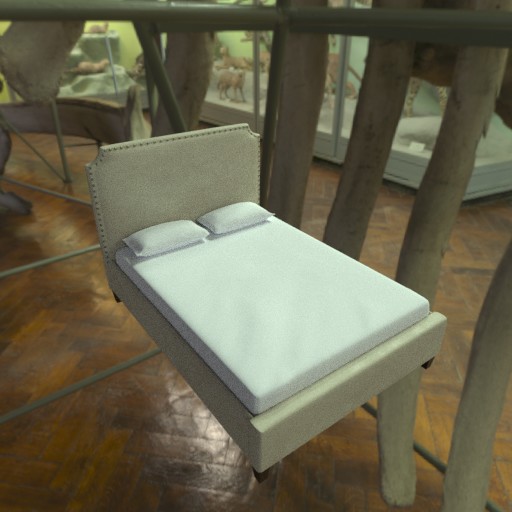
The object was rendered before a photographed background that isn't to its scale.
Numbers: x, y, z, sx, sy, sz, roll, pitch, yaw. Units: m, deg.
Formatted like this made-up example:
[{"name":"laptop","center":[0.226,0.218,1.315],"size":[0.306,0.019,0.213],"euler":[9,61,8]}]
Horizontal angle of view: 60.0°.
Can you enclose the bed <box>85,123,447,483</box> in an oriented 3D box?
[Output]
[{"name":"bed","center":[0.000,0.000,3.438],"size":[1.712,1.443,2.372],"euler":[-20,35,-31]}]
